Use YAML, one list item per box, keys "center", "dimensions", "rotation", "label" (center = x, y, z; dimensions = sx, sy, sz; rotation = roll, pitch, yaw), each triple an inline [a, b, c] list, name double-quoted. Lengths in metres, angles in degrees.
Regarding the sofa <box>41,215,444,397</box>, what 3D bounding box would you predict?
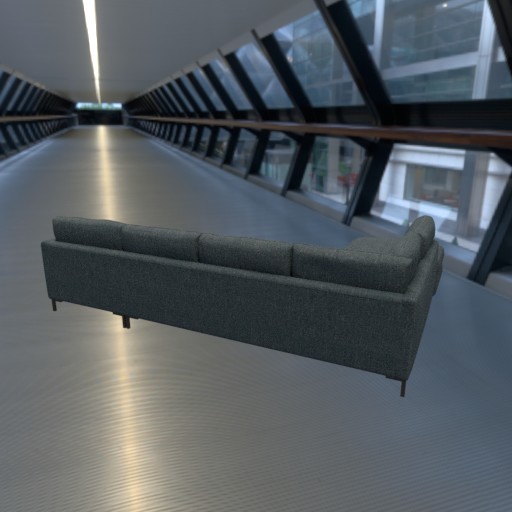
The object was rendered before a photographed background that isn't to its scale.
- center: [0.000, 0.000, 3.601]
  dimensions: [2.737, 0.753, 1.879]
  rotation: [8, 18, 25]
  label: "sofa"
